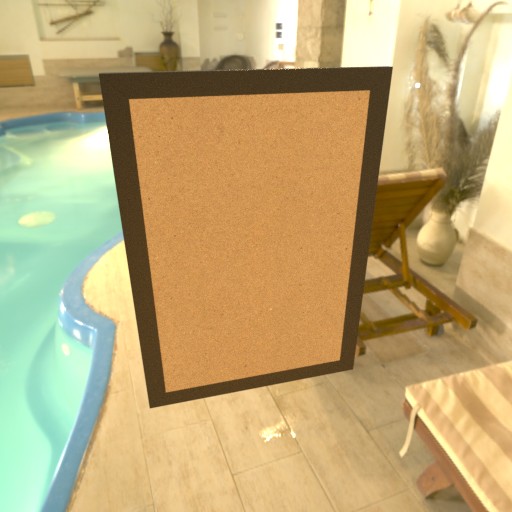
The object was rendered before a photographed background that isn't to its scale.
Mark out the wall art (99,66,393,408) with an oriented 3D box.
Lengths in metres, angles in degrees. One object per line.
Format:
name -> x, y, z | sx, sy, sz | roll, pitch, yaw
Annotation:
wall art -> 0.000, 0.000, 0.685 | 0.381, 0.534, 0.013 | -7, 28, -13
